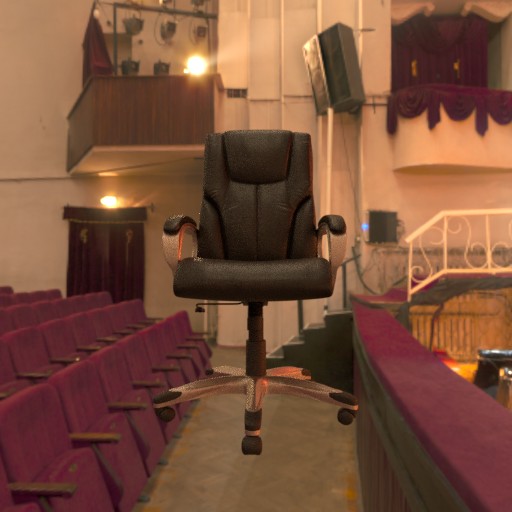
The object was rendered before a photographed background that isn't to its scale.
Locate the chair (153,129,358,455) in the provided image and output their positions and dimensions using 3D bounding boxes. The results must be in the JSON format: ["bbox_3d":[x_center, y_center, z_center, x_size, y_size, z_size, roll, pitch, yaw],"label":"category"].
[{"bbox_3d":[0.000,0.000,1.635,0.700,1.145,0.780,0,-1,2],"label":"chair"}]
